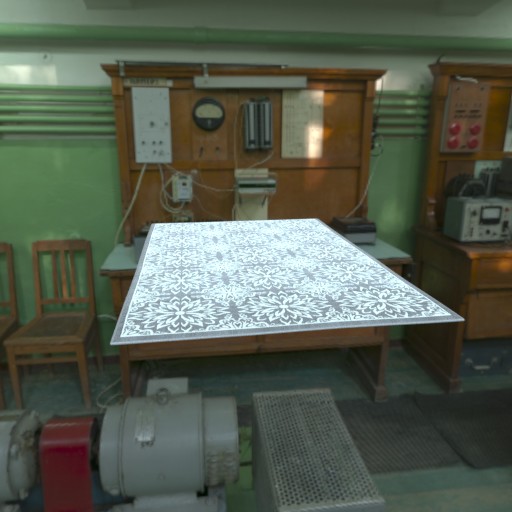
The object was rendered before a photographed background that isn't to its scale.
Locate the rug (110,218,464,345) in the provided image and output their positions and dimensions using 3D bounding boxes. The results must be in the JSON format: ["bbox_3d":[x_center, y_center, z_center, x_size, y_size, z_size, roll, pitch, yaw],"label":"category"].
[{"bbox_3d":[0.000,0.000,3.519,1.819,0.018,2.746,-2,16,-8],"label":"rug"}]
